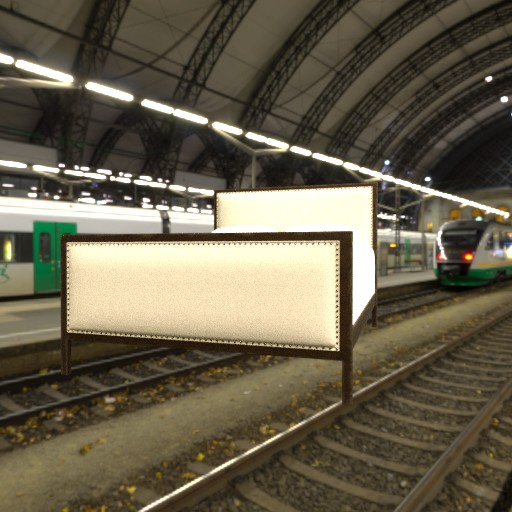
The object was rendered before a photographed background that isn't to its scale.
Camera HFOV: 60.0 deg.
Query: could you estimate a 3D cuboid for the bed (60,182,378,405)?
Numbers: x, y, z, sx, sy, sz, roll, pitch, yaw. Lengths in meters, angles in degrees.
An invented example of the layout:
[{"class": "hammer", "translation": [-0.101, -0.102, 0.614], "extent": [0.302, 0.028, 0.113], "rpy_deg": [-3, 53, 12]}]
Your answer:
[{"class": "bed", "translation": [0.000, 0.000, 3.247], "extent": [1.607, 1.313, 2.221], "rpy_deg": [0, 1, 18]}]
